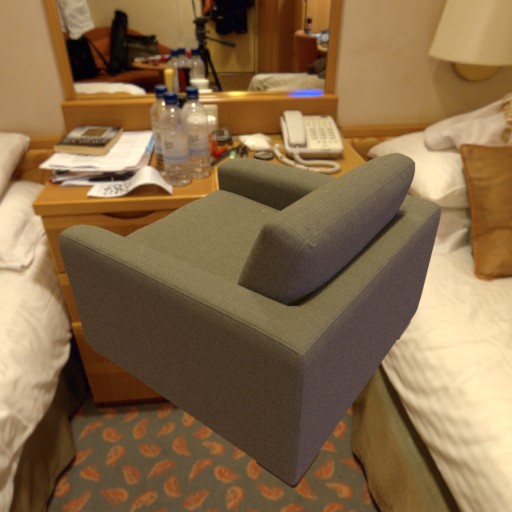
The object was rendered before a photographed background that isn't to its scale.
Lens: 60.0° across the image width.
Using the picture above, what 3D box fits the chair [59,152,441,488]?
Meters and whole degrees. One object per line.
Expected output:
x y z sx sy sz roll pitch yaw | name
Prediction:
0.000 0.000 1.800 1.100 0.847 1.070 22 38 31 | chair
